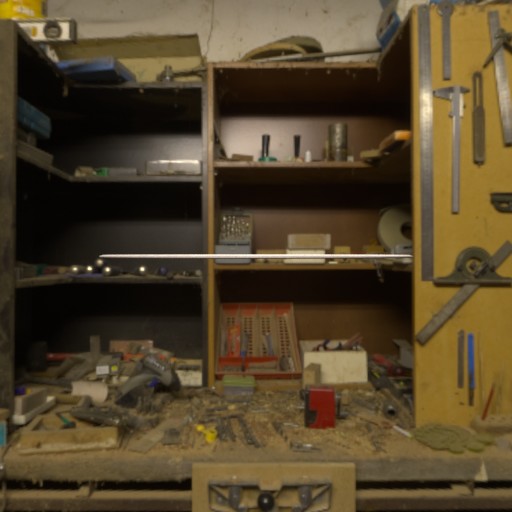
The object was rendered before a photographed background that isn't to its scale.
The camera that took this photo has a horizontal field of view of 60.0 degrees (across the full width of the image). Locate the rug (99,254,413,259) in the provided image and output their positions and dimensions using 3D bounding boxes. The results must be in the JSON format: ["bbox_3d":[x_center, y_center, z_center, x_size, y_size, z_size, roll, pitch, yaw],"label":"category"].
[{"bbox_3d":[0.000,0.000,2.389,1.593,0.012,1.593,0,0,0],"label":"rug"}]
